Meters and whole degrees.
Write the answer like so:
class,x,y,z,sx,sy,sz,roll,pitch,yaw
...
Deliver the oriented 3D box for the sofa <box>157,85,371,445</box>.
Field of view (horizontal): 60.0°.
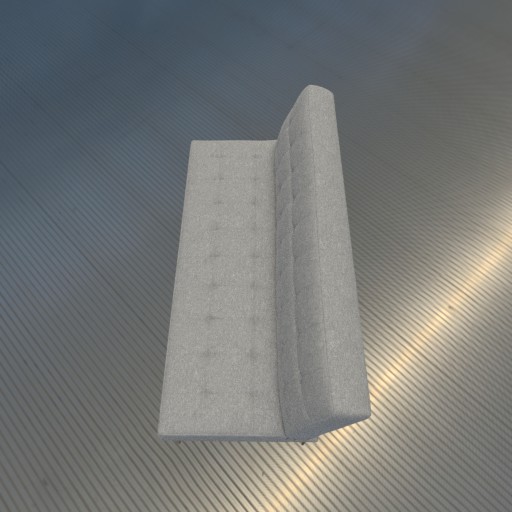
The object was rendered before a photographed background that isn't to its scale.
class,x,y,z,sx,sy,sz,roll,pitch,yaw
sofa,0.000,0.000,2.351,0.860,0.810,1.800,0,59,0
